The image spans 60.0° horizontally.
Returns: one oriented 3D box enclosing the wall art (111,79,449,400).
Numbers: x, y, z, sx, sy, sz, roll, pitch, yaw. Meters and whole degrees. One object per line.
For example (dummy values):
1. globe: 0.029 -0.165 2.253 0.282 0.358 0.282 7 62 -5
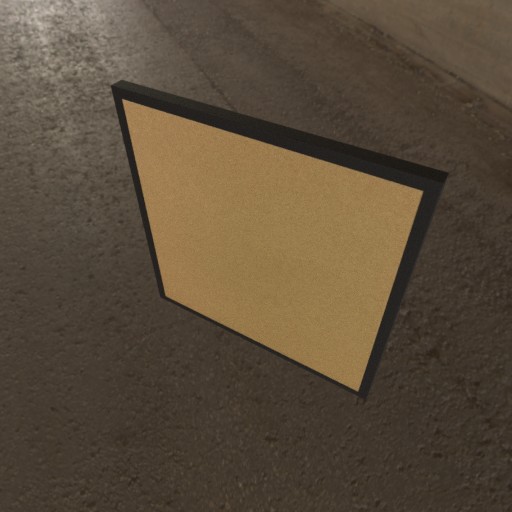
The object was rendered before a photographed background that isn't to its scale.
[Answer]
1. wall art: 0.000 0.000 1.167 0.762 0.760 0.037 23 49 21
